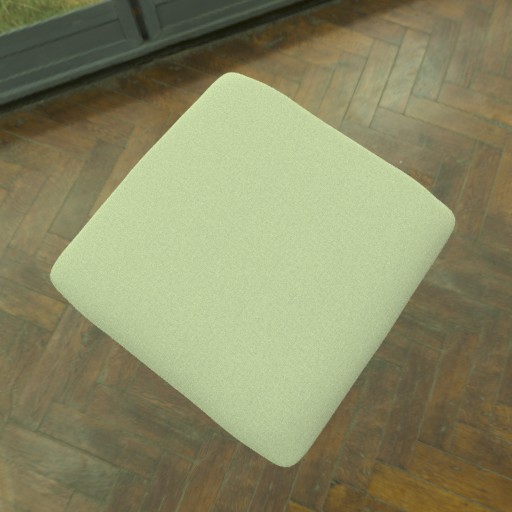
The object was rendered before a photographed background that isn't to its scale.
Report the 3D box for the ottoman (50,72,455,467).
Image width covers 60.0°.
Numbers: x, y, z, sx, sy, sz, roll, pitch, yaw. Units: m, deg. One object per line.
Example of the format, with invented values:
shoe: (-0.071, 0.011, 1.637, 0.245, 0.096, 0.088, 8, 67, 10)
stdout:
ottoman: (0.000, 0.000, 1.536, 0.977, 0.467, 0.996, 36, 78, 9)
